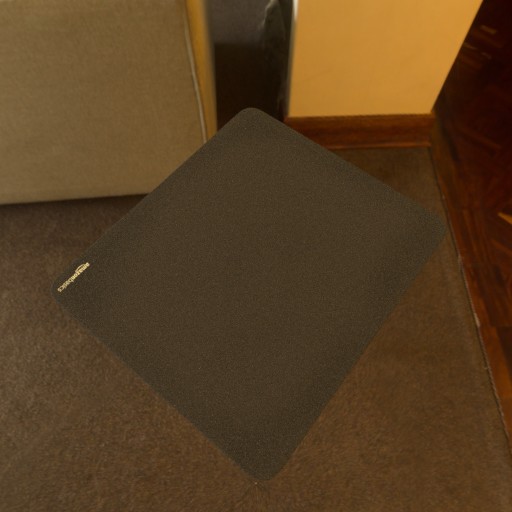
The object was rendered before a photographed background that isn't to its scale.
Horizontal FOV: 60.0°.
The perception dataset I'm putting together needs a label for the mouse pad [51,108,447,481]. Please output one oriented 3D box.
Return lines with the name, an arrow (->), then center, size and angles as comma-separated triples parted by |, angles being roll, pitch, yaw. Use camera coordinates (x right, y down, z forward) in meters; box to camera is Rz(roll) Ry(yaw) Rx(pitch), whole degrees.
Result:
mouse pad -> 0.000, 0.000, 0.637 | 0.393, 0.002, 0.451 | 36, 68, 17
